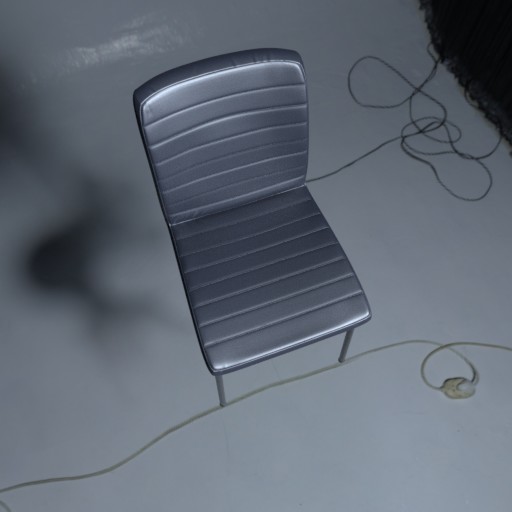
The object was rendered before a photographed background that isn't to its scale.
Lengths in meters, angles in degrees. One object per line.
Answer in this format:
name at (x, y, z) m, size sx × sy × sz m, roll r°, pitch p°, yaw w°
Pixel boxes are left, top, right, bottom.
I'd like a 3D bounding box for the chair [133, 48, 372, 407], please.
chair at (0.000, 0.000, 1.222) m, size 0.450 × 0.872 × 0.572 m, roll -18°, pitch 65°, yaw -9°
